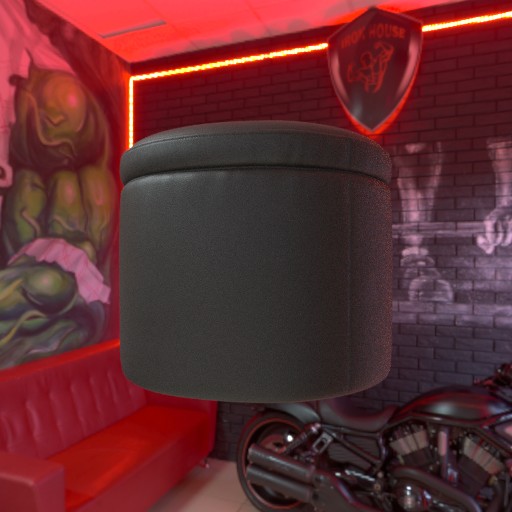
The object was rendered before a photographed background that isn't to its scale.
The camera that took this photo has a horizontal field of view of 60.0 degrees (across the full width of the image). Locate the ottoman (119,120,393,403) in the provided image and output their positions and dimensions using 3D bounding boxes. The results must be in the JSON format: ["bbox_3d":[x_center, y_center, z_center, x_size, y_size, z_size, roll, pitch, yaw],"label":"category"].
[{"bbox_3d":[0.000,0.000,0.847,0.500,0.409,0.500,0,0,0],"label":"ottoman"}]
